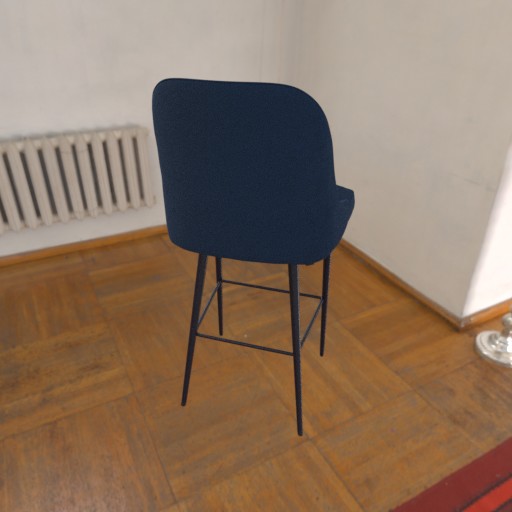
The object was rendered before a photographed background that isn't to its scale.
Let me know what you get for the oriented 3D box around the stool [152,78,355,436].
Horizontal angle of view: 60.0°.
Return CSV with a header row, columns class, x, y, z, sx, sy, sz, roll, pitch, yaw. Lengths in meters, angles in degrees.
class,x,y,z,sx,sy,sz,roll,pitch,yaw
stool,0.000,0.000,1.350,0.527,1.079,0.489,9,32,14
